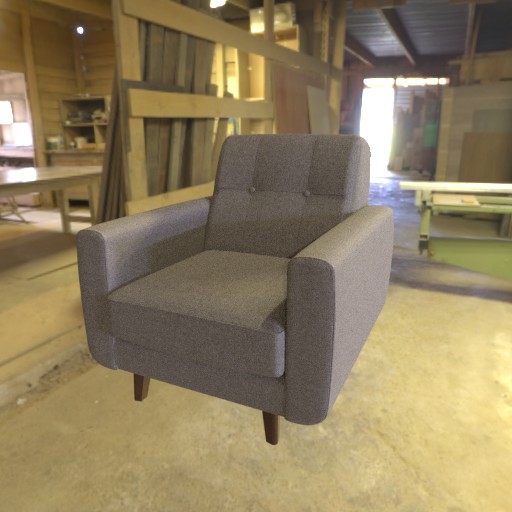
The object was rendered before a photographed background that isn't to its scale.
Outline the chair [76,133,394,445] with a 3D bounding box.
[{"bbox_3d":[0.000,0.000,1.579,0.831,0.839,0.907,7,17,25],"label":"chair"}]
